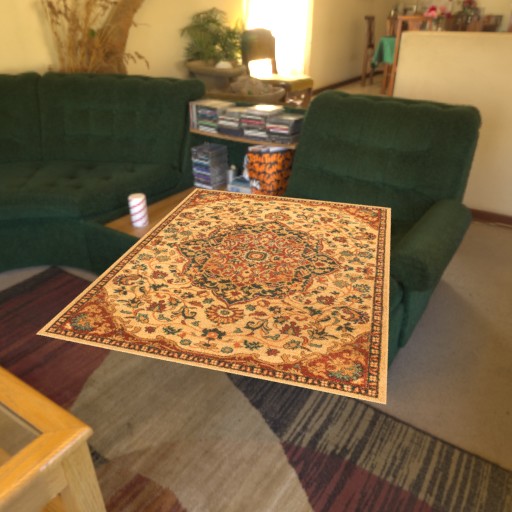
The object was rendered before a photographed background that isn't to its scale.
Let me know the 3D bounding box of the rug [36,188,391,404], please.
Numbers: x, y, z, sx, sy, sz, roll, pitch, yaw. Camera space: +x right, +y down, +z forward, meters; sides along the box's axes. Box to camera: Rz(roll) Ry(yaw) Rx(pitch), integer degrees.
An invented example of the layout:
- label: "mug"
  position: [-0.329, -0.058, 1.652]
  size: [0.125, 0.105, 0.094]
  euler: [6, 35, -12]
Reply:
- label: "rug"
  position: [0.000, 0.000, 4.210]
  size: [2.454, 0.005, 3.067]
  euler: [8, 30, 13]
